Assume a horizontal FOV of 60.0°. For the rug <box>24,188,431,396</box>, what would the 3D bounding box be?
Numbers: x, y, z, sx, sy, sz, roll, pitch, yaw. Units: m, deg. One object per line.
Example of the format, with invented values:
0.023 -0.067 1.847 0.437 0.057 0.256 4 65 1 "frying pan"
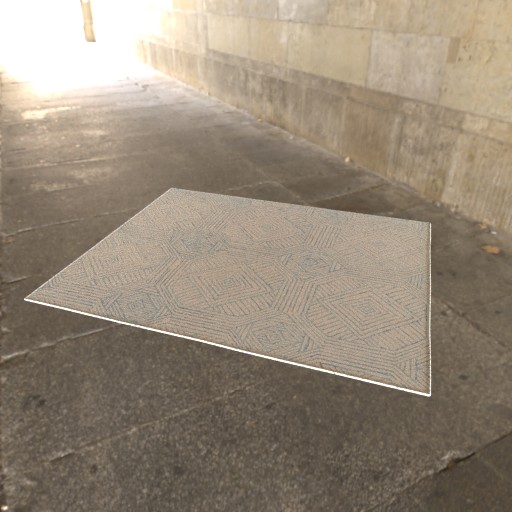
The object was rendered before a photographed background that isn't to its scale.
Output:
0.000 0.000 4.085 3.049 0.015 2.457 10 32 16 "rug"
